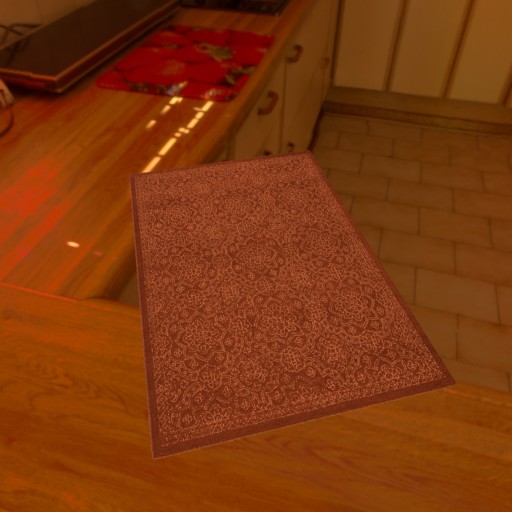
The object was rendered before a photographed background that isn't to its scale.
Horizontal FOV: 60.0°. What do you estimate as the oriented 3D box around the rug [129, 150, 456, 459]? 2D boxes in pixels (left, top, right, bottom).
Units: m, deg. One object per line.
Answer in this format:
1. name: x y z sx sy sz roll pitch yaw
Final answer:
1. rug: 0.000 0.000 2.317 1.219 0.010 1.829 -10 46 -10
